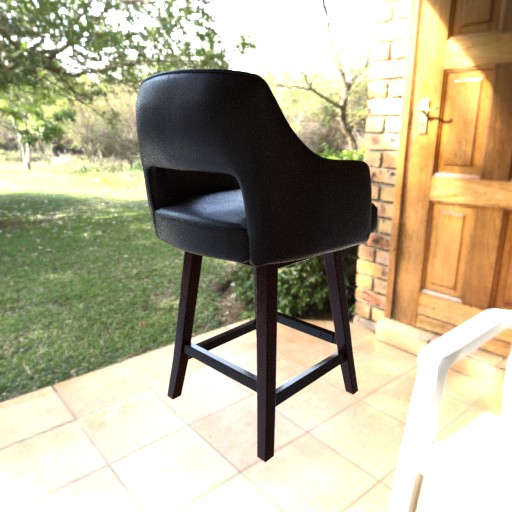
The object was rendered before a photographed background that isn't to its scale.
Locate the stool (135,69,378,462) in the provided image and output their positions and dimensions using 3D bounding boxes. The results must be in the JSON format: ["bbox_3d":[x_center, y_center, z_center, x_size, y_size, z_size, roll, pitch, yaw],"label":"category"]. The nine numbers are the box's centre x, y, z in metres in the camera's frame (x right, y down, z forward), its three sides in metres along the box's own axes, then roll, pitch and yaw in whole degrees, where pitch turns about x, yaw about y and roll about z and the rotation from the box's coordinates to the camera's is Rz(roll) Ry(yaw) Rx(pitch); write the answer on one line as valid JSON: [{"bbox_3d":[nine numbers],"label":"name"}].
[{"bbox_3d":[0.000,0.000,1.265,0.550,0.936,0.560,15,22,42],"label":"stool"}]
